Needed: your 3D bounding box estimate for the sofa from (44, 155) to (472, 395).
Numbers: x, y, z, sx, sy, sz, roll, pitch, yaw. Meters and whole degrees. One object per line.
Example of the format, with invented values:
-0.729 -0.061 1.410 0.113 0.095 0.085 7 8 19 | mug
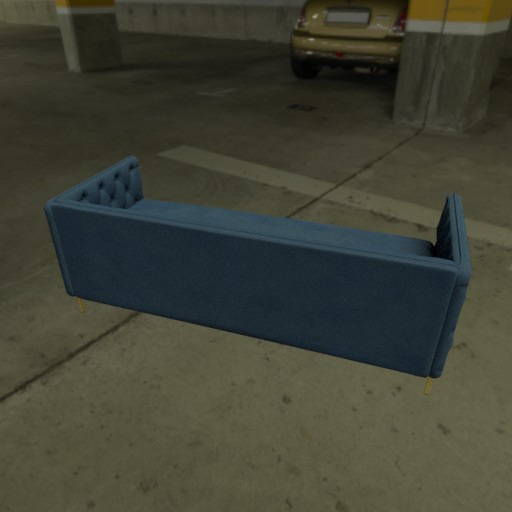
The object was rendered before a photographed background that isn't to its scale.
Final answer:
0.000 0.000 2.650 2.209 0.771 0.895 10 32 16 | sofa
